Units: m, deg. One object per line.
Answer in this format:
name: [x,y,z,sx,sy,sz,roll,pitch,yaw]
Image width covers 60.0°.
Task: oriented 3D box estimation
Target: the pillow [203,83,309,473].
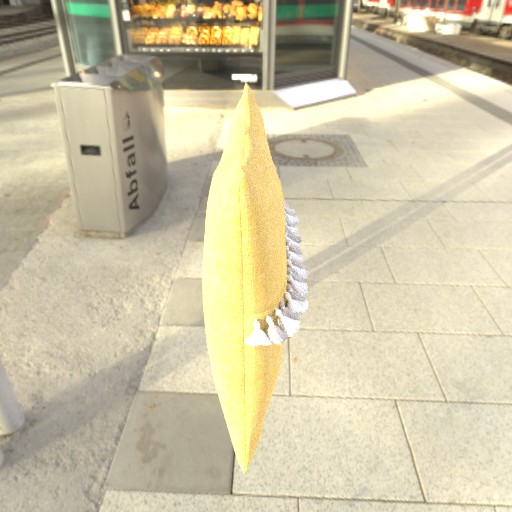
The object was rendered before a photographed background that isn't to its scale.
pillow: [0.000,0.000,0.754,0.167,0.481,0.485,0,31,0]
